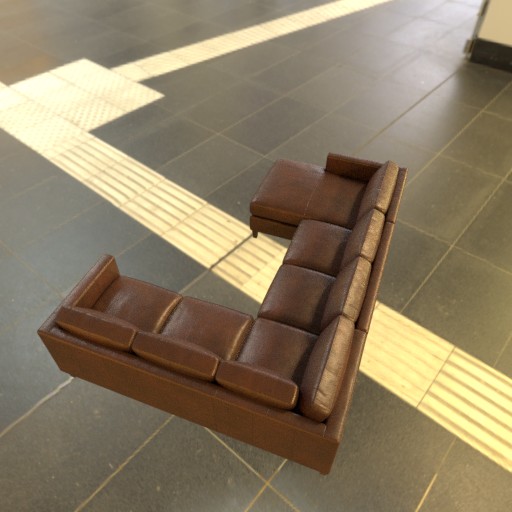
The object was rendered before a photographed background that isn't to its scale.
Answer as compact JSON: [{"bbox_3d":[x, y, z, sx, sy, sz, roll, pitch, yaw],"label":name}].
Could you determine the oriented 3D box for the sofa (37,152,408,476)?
[{"bbox_3d":[0.000,0.000,4.471,2.452,0.891,3.324,15,48,14],"label":"sofa"}]
